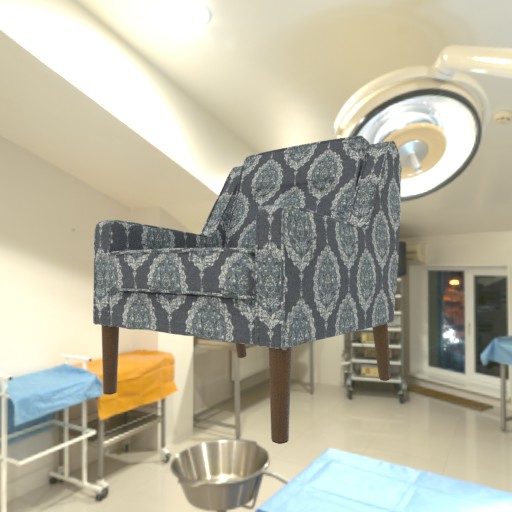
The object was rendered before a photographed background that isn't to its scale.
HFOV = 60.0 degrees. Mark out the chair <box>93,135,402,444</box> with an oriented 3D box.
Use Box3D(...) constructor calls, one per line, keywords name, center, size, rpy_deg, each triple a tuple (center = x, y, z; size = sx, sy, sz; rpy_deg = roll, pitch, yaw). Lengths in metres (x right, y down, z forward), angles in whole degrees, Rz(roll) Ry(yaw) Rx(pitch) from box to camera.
Box3D(name="chair", center=(0.000, 0.000, 1.354), size=(0.663, 0.792, 0.743), rpy_deg=(-1, -1, 36))
